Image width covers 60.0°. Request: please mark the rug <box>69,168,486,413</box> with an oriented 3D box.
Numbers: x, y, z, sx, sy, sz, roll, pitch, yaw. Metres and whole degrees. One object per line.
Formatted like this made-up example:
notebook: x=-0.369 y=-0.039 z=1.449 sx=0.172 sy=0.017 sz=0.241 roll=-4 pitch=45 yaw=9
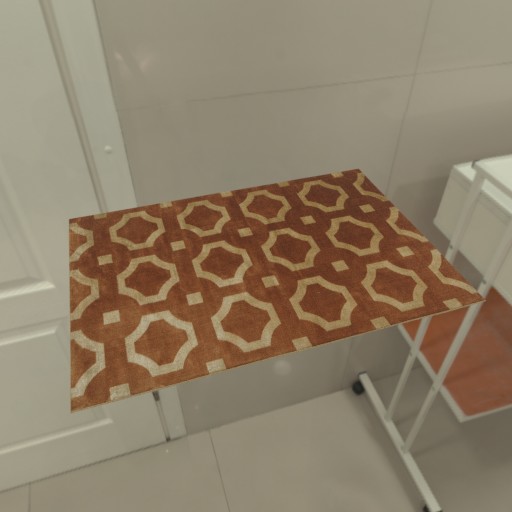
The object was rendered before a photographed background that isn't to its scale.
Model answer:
rug: x=0.000 y=0.000 z=2.845 sx=2.286 sy=0.016 sz=1.555 roll=-12 pitch=43 yaw=-13
